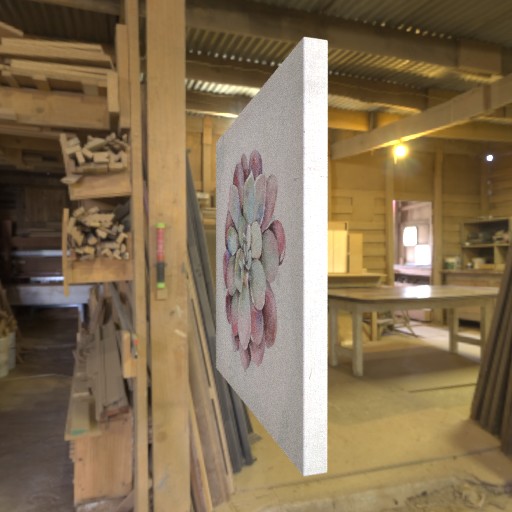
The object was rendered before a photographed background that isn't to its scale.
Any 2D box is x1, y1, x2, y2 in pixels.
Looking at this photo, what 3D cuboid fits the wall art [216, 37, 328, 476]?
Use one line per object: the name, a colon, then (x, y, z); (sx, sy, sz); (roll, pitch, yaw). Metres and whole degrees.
wall art: (0.000, 0.000, 0.905); (0.044, 0.605, 0.605); (0, 0, -17)
